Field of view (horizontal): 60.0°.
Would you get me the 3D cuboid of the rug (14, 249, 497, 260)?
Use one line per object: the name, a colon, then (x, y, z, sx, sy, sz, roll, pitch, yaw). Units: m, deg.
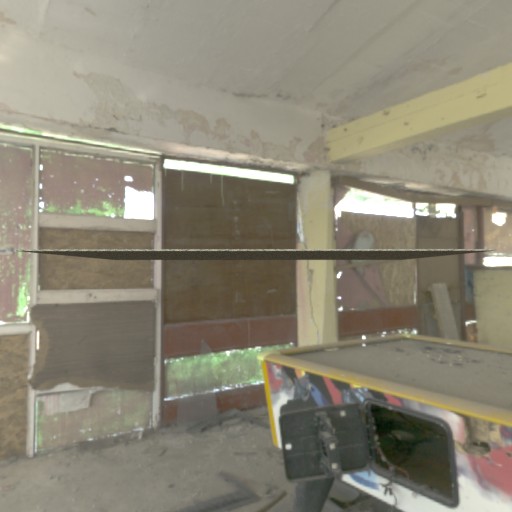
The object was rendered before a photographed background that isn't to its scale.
rug: (0.000, 0.000, 3.003, 2.441, 0.008, 1.526, 0, -2, 1)
